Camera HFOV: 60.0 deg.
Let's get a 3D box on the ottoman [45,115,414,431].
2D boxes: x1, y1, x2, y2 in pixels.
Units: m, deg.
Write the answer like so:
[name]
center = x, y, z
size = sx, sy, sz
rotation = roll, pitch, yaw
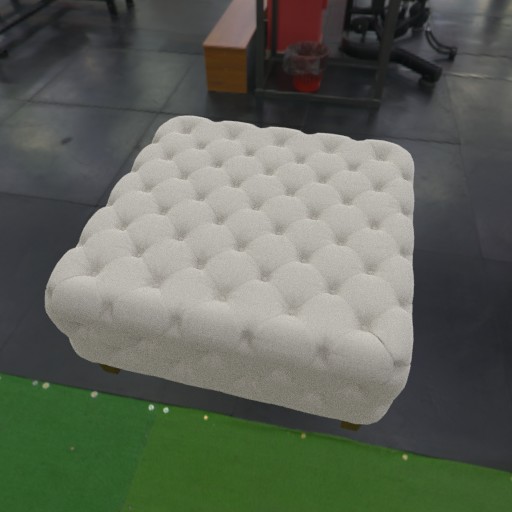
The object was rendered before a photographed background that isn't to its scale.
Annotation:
[ottoman]
center = 0.000, 0.000, 1.187
size = 0.753, 0.376, 0.755
rotation = 10, 48, 9
